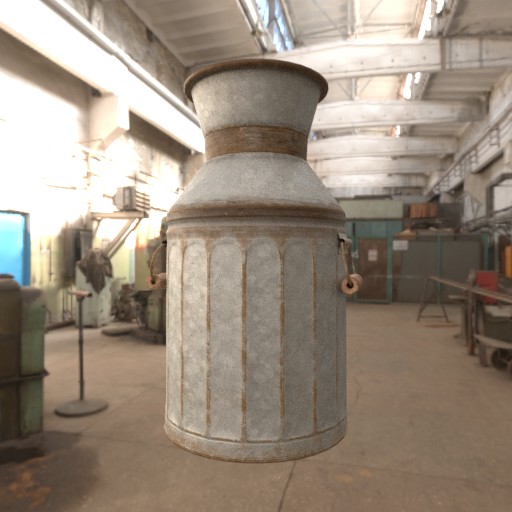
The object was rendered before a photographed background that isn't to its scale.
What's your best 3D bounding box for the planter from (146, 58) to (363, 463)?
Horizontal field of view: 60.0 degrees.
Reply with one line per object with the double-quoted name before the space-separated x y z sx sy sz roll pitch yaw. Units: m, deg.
"planter" 0.000 0.000 0.526 0.245 0.396 0.214 0 0 16
